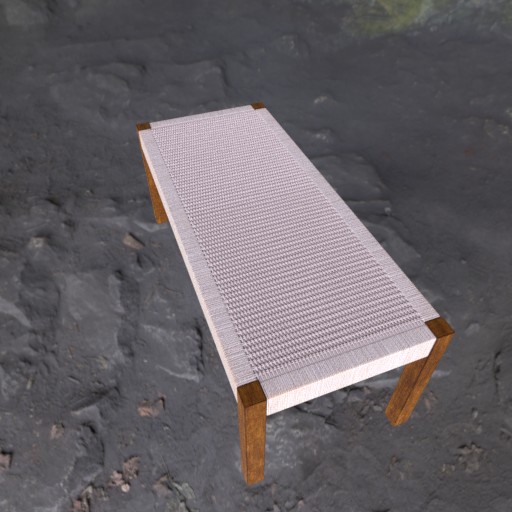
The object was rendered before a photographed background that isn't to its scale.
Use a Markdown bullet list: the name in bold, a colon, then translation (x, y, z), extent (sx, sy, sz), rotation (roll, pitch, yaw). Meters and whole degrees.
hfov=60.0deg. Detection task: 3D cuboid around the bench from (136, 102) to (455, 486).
- **bench**: translation (0.000, 0.000, 1.492), extent (0.507, 0.457, 1.198), rotation (-15, 47, -15)
